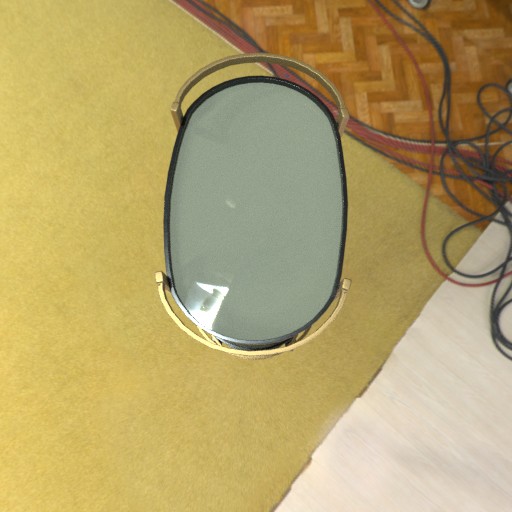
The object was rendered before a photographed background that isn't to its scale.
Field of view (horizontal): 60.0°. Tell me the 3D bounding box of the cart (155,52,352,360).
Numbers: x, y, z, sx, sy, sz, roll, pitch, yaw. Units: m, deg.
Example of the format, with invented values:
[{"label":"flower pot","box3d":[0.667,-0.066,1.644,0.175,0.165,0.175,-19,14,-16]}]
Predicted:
[{"label":"cart","box3d":[0.000,0.000,1.138,0.311,0.885,0.515,2,76,1]}]
